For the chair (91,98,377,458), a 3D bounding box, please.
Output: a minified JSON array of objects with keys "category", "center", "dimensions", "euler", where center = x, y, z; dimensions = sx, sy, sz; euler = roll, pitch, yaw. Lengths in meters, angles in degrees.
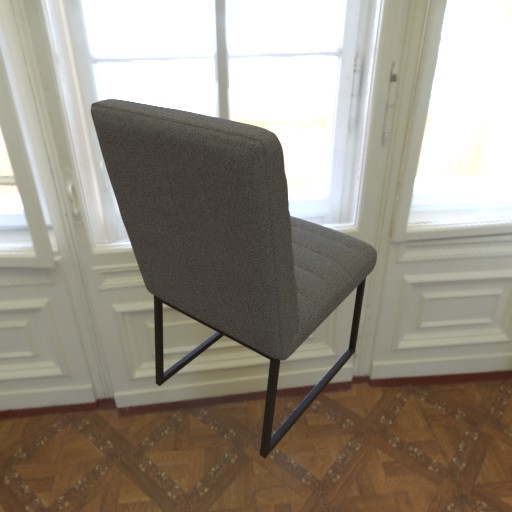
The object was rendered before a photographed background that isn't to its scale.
[{"category":"chair","center":[0.000,0.000,1.319],"dimensions":[0.520,0.930,0.634],"euler":[21,36,32]}]
